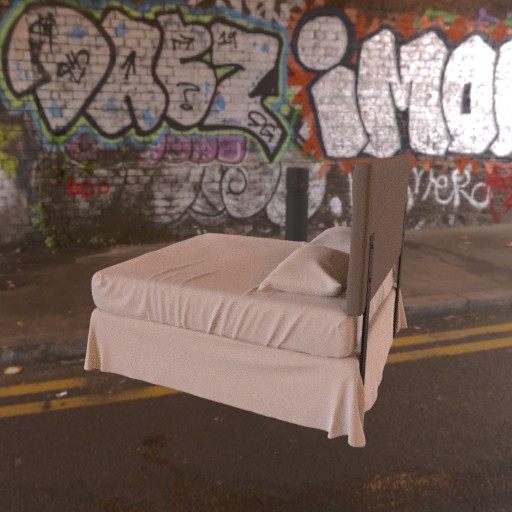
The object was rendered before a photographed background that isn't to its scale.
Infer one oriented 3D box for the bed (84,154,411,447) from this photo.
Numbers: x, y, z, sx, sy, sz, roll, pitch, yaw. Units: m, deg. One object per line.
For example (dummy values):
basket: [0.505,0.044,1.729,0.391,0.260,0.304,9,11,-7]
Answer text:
bed: [0.000,0.000,3.555,2.222,1.577,1.936,7,16,24]
